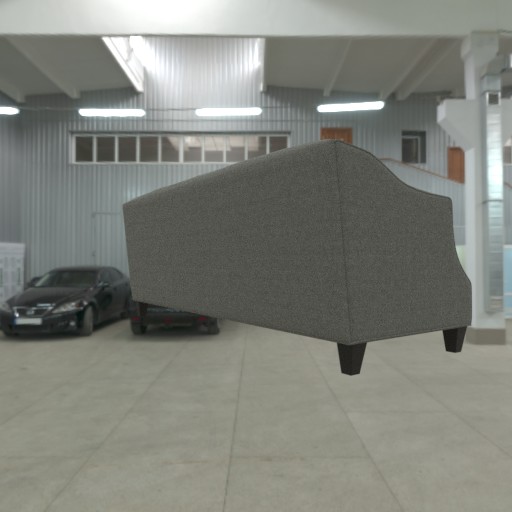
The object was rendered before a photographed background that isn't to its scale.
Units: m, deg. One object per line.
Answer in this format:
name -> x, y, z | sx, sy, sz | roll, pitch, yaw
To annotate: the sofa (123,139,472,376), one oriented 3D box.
sofa -> 0.000, 0.000, 2.709 | 0.914, 0.901, 2.235 | 0, -1, -35
